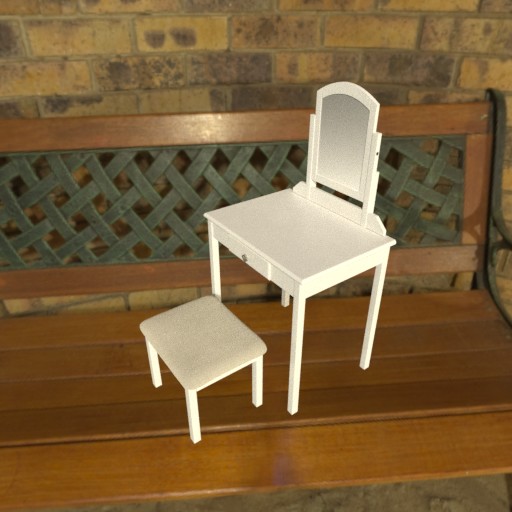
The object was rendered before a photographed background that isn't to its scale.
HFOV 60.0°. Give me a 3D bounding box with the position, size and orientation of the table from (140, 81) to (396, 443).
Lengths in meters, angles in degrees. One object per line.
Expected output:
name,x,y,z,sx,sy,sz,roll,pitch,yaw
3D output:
table,0.000,0.000,2.359,1.211,1.631,0.876,-20,37,-30
